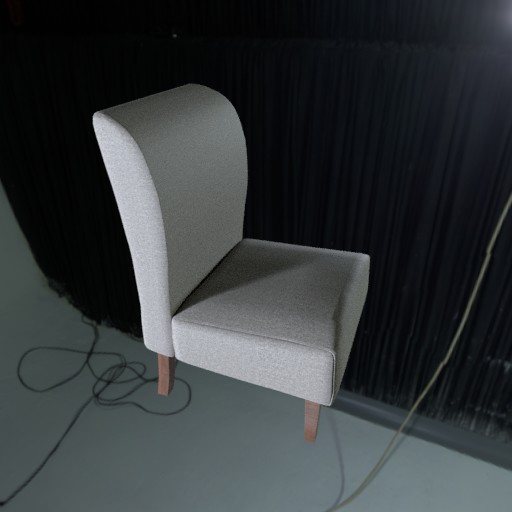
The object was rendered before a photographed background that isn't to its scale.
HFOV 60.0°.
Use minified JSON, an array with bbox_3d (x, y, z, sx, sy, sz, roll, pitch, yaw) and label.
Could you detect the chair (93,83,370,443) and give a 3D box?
[{"bbox_3d":[0.000,0.000,1.214,0.592,0.804,0.513,10,31,17],"label":"chair"}]
